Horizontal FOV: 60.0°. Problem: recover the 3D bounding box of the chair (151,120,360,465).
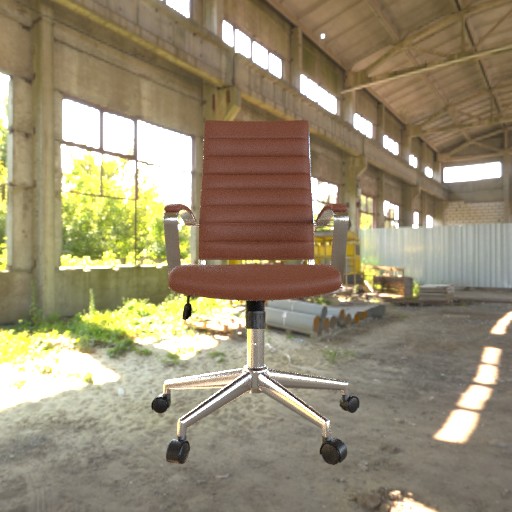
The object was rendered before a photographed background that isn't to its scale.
[{"bbox_3d":[0.000,0.000,1.562,0.766,1.149,0.739,0,0,0],"label":"chair"}]
